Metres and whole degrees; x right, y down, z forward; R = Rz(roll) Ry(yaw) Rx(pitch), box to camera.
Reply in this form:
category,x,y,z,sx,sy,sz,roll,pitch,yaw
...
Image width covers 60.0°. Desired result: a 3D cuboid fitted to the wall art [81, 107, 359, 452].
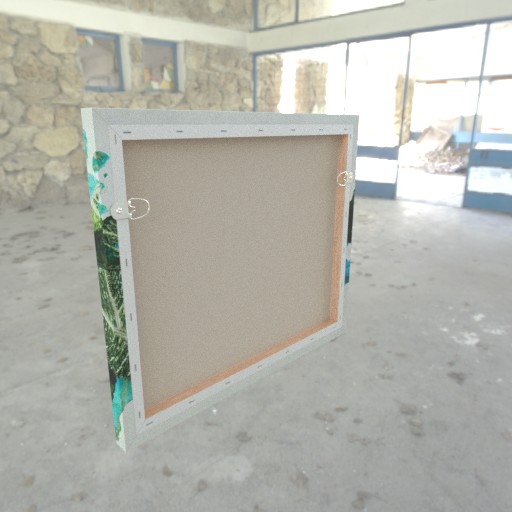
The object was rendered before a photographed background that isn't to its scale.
category,x,y,z,sx,sy,sz,roll,pitch,yaw
wall art,0.000,0.000,0.988,0.711,0.610,0.043,-16,23,-42
